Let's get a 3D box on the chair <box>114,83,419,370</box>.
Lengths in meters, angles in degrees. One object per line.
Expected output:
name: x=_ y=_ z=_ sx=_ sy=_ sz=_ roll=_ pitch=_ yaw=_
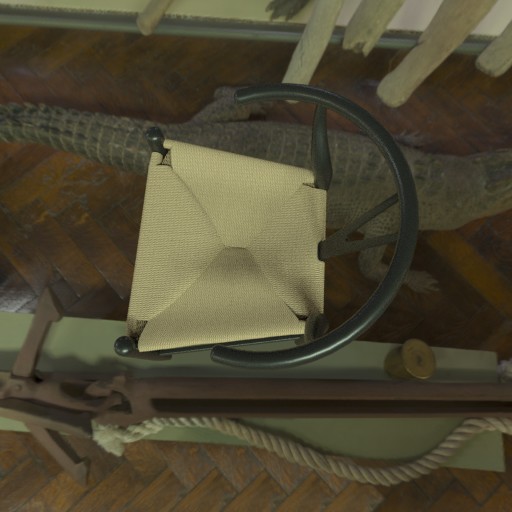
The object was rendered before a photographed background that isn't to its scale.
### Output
chair: x=0.000 y=0.000 z=1.125 sx=0.570 sy=0.739 sz=0.570 roll=4 pitch=75 yaw=1
